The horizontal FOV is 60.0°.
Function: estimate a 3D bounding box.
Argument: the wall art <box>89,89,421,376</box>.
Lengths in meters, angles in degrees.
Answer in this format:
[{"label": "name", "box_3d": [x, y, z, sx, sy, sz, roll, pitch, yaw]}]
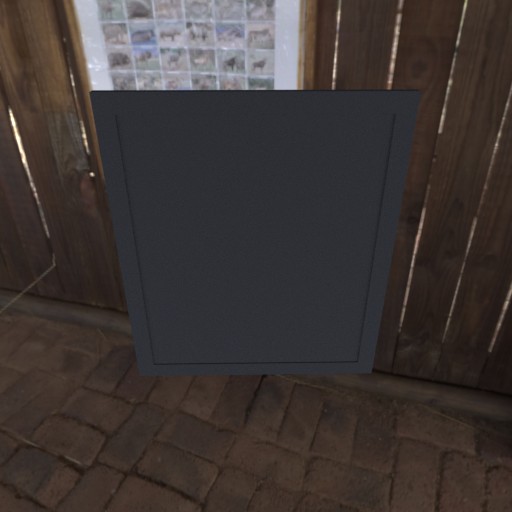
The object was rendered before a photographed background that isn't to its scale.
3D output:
[{"label": "wall art", "box_3d": [0.000, 0.000, 0.510, 0.311, 0.361, 0.010, 0, 30, -1]}]
